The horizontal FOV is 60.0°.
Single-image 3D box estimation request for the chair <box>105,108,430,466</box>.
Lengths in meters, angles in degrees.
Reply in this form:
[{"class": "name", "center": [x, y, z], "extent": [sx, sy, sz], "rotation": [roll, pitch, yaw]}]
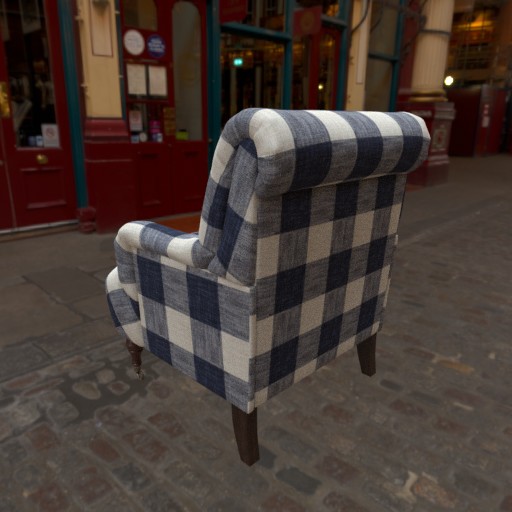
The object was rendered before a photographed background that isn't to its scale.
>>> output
[{"class": "chair", "center": [0.000, 0.000, 1.542], "extent": [0.848, 0.953, 0.781], "rotation": [16, 23, 42]}]
